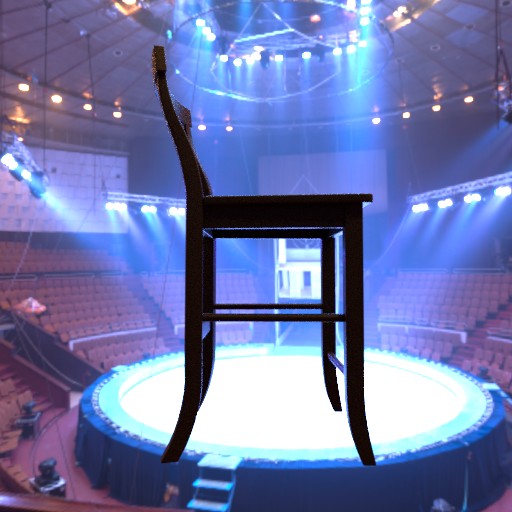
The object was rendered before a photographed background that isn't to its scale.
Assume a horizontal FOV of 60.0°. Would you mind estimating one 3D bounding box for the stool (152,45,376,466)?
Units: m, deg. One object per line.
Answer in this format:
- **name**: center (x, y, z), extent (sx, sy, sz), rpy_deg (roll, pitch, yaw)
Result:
- **stool**: center (0.000, 0.000, 1.254), extent (0.559, 0.989, 0.452), rpy_deg (0, -2, 0)
